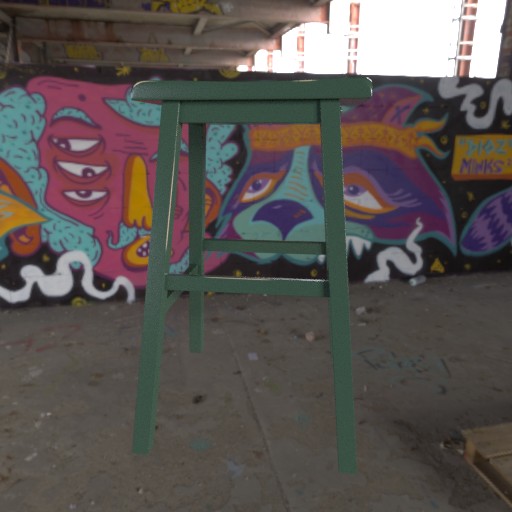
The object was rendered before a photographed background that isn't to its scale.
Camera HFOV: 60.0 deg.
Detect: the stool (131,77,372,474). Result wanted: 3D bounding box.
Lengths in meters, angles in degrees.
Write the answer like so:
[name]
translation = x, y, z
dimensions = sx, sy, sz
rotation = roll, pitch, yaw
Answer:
[stool]
translation = 0.000, 0.000, 1.020
dimensions = 0.457, 0.737, 0.476
rotation = 2, 16, 7
